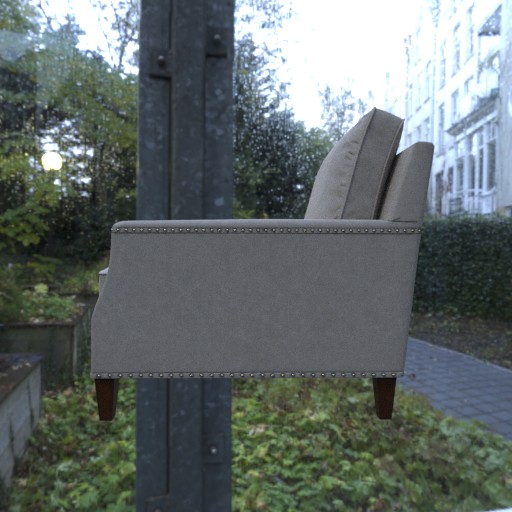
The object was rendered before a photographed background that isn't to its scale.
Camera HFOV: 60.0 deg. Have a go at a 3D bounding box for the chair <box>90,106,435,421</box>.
[{"bbox_3d":[0.000,0.000,1.679,1.014,0.943,0.853,0,1,-1],"label":"chair"}]
